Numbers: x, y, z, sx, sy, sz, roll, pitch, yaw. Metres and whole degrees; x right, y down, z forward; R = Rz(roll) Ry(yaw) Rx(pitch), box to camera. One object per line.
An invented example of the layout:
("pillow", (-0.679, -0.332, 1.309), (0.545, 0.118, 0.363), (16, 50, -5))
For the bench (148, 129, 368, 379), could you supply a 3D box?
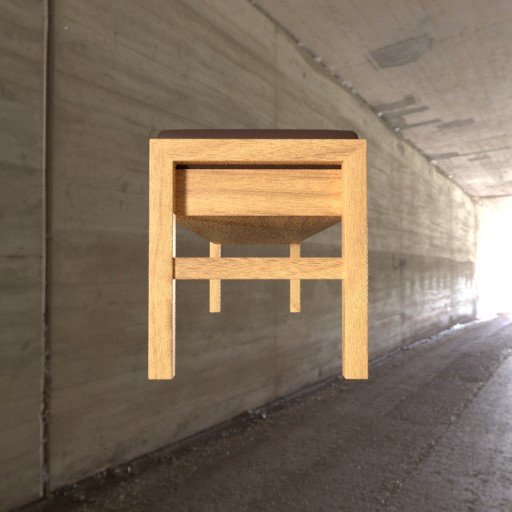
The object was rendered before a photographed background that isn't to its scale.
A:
("bench", (0.000, 0.000, 1.419), (0.405, 0.480, 1.200), (0, -1, 0))
